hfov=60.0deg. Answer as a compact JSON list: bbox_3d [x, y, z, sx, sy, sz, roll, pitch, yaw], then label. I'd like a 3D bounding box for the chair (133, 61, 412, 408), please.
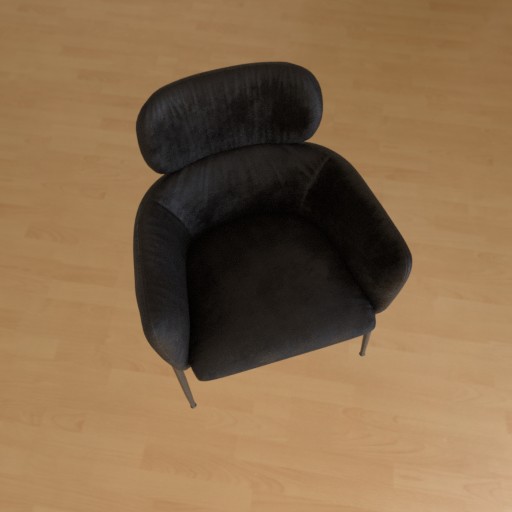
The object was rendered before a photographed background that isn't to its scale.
[{"bbox_3d":[0.000,0.000,1.257,0.640,0.818,0.604,-15,65,-7],"label":"chair"}]
